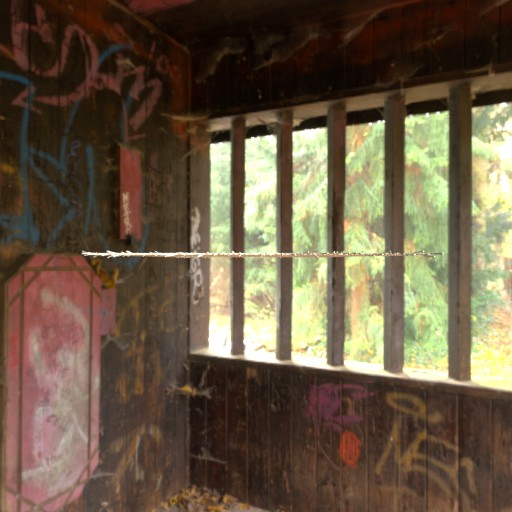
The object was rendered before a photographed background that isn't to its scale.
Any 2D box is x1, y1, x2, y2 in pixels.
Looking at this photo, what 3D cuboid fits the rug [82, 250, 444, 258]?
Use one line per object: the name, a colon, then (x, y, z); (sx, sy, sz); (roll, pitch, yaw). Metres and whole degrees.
rug: (0.000, 0.000, 2.483); (1.224, 0.027, 2.021); (0, 0, -2)
